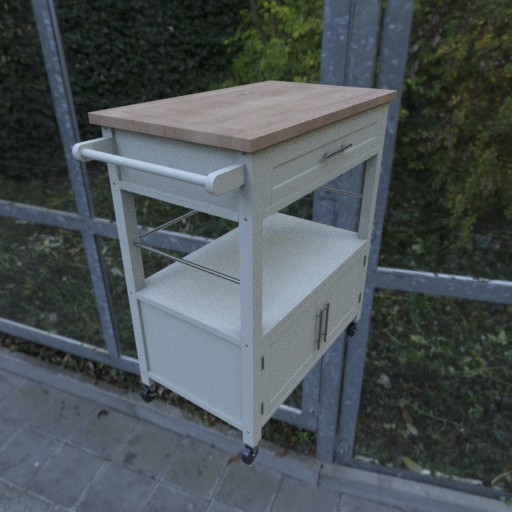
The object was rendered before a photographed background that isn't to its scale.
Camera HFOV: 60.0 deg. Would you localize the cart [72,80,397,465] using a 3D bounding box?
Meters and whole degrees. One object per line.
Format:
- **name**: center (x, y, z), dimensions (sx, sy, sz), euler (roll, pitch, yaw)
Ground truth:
- **cart**: center (0.000, 0.000, 1.356), dimensions (0.459, 0.901, 0.840), euler (18, 33, 30)
